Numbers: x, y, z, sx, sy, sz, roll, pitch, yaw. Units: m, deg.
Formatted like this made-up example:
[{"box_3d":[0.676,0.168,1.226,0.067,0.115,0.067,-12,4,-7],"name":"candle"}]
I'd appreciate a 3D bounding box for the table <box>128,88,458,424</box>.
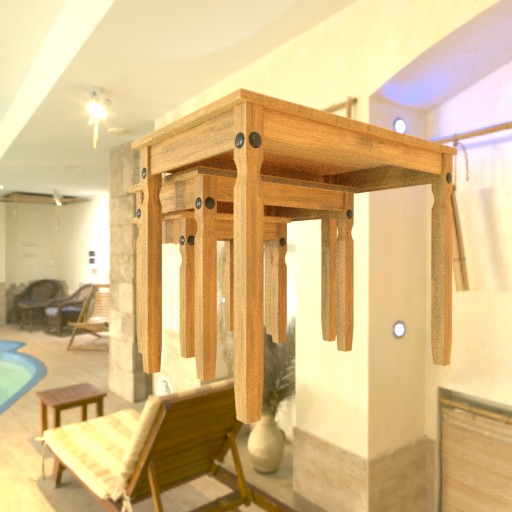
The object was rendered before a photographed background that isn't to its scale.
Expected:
[{"box_3d":[0.000,0.000,1.200,0.660,0.535,0.773,0,1,-38],"name":"table"}]
